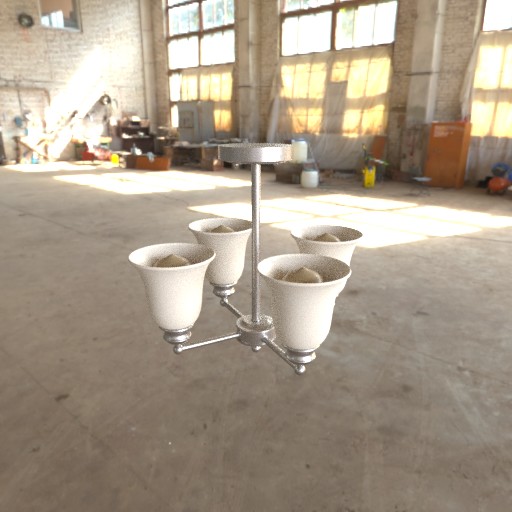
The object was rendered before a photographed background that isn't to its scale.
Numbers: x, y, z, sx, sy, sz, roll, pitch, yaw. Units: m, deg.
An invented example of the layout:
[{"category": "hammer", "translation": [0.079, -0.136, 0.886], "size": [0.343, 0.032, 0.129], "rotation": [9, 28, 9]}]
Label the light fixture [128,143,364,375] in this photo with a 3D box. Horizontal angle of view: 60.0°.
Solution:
[{"category": "light fixture", "translation": [0.000, 0.000, 0.762], "size": [0.427, 0.370, 0.427], "rotation": [-9, 19, -26]}]
